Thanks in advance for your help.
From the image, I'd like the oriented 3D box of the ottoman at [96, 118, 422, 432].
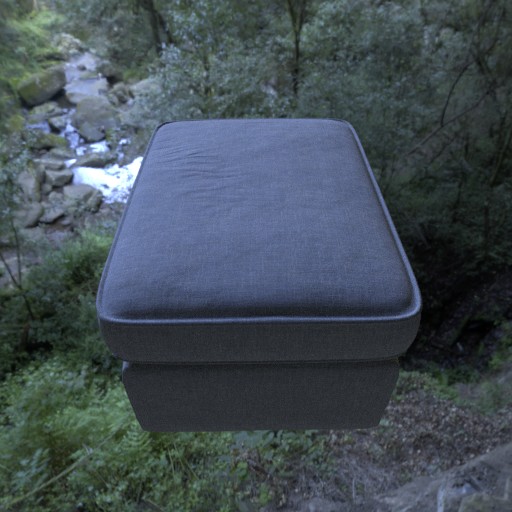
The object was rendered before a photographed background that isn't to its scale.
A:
[{"bbox_3d":[0.000,0.000,1.102,0.559,0.457,0.762,-1,42,-1],"label":"ottoman"}]
